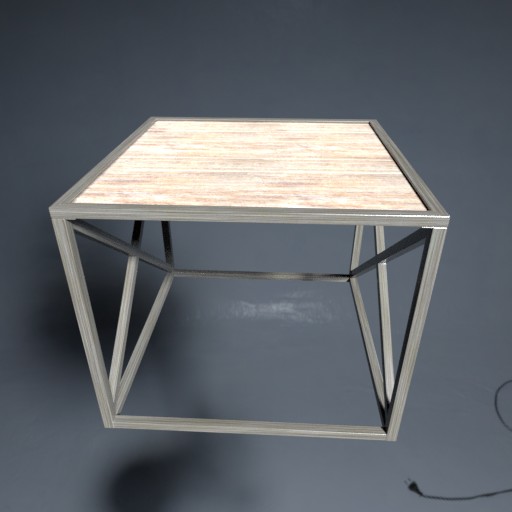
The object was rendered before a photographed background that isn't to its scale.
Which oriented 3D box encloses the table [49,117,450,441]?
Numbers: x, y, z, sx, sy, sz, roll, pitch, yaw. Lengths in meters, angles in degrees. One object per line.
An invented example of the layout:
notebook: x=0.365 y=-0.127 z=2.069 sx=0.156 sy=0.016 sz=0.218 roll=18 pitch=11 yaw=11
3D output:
table: x=0.000 y=0.000 z=1.060 sx=0.609 sy=0.507 sz=0.611 roll=2 pitch=30 yaw=3
